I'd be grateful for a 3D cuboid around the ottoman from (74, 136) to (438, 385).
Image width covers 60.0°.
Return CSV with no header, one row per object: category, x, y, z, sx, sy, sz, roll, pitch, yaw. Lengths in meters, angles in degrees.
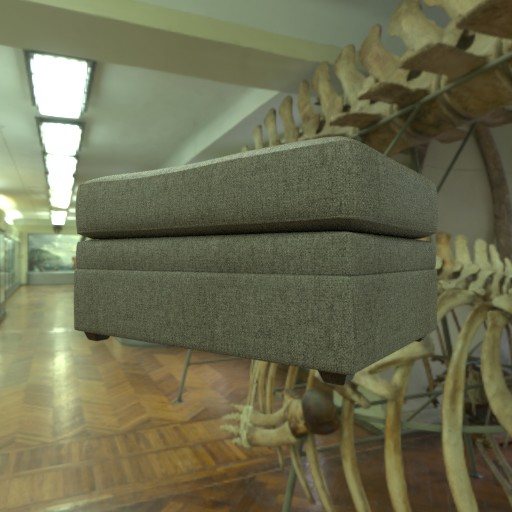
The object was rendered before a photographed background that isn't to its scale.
ottoman,0.000,0.000,1.260,0.885,0.478,0.637,0,0,35
